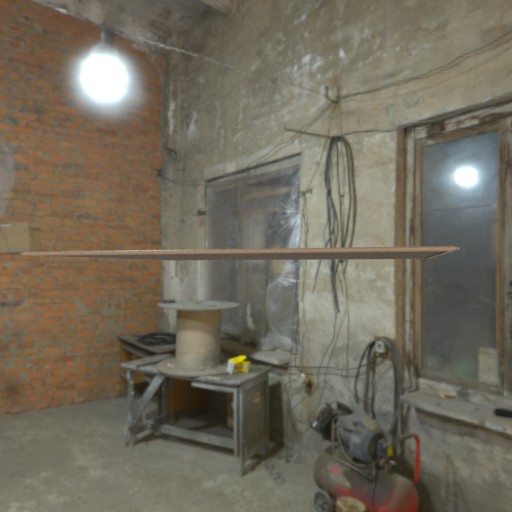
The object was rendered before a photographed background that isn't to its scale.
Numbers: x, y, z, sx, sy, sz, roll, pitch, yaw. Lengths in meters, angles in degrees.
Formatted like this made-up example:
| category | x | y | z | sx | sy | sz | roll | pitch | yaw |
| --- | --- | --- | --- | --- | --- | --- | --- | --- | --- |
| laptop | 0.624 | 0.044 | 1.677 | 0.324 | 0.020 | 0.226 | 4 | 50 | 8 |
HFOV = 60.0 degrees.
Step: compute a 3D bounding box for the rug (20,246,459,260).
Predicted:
| category | x | y | z | sx | sy | sz | roll | pitch | yaw |
| --- | --- | --- | --- | --- | --- | --- | --- | --- | --- |
| rug | 0.000 | 0.000 | 2.685 | 2.081 | 0.020 | 1.525 | 0 | -2 | 17 |
